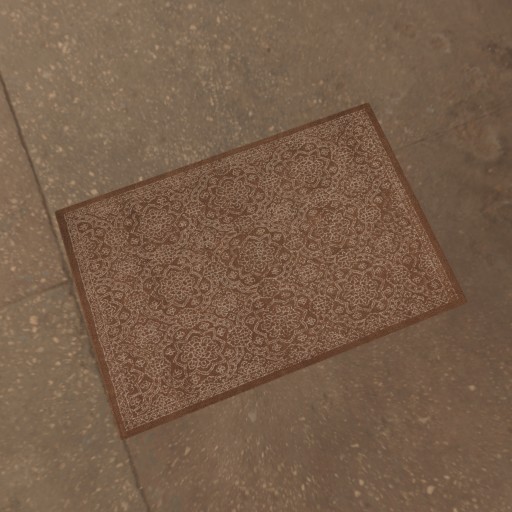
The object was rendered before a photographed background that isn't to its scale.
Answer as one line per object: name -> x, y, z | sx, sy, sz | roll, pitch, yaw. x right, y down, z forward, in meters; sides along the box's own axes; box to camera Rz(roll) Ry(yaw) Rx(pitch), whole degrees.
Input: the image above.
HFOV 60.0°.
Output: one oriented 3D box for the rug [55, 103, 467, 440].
rug -> 0.000, 0.000, 2.297 | 1.829, 0.010, 1.219 | -20, 77, -5
